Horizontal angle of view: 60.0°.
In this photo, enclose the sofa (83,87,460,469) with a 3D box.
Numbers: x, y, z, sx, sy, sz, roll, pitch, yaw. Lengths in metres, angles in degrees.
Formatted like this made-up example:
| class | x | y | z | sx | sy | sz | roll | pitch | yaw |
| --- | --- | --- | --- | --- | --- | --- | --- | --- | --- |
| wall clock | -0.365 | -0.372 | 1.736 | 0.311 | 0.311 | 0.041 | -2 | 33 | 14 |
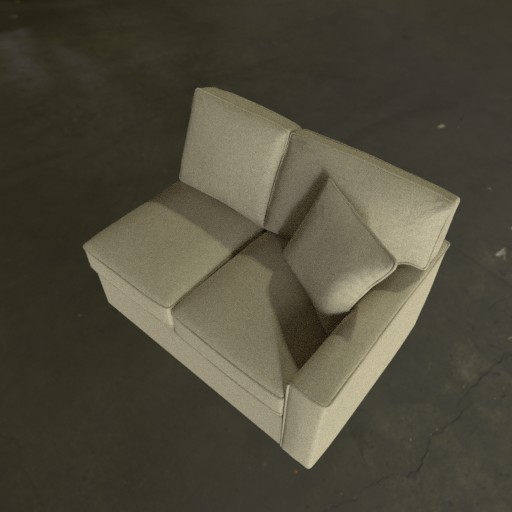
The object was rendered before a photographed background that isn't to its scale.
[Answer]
| class | x | y | z | sx | sy | sz | roll | pitch | yaw |
| --- | --- | --- | --- | --- | --- | --- | --- | --- | --- |
| sofa | 0.000 | 0.000 | 2.051 | 1.388 | 0.989 | 0.991 | 32 | 54 | 27 |
